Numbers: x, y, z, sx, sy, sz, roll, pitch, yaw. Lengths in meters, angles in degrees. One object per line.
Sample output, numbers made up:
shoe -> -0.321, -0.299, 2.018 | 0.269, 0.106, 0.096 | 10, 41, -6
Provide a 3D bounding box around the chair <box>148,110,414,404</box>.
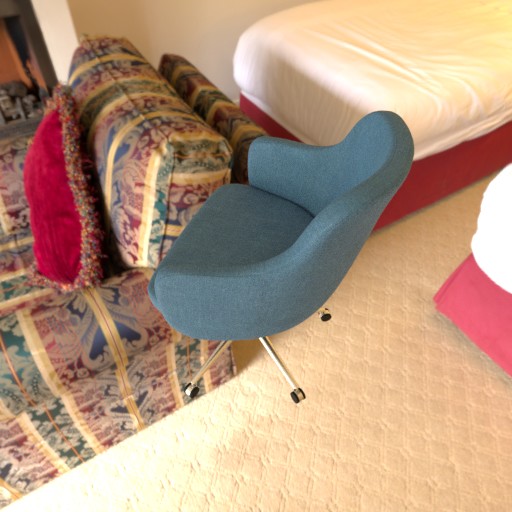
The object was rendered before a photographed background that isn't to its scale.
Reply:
chair -> 0.000, 0.000, 1.234 | 0.655, 0.820, 0.599 | 16, 49, 15
